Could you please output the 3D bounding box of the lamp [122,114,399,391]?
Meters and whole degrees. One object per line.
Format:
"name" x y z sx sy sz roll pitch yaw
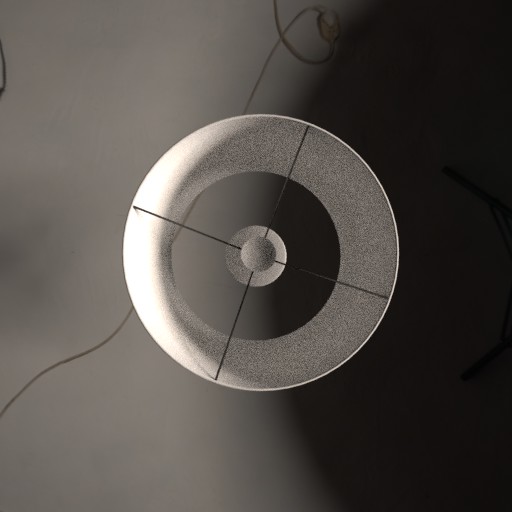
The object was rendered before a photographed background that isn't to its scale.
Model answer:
"lamp" 0.000 0.000 0.561 0.208 0.455 0.208 0 89 -1
